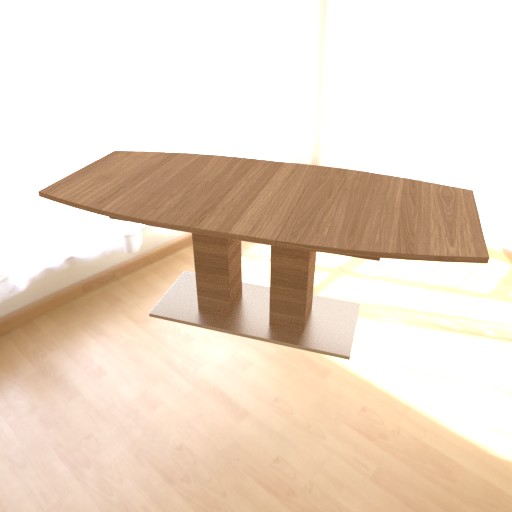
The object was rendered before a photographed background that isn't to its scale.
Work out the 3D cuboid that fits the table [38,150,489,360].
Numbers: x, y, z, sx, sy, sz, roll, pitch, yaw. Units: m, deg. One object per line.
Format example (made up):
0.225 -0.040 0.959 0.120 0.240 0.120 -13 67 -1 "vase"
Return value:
0.000 0.000 2.374 2.032 0.750 0.900 9 33 15 "table"
